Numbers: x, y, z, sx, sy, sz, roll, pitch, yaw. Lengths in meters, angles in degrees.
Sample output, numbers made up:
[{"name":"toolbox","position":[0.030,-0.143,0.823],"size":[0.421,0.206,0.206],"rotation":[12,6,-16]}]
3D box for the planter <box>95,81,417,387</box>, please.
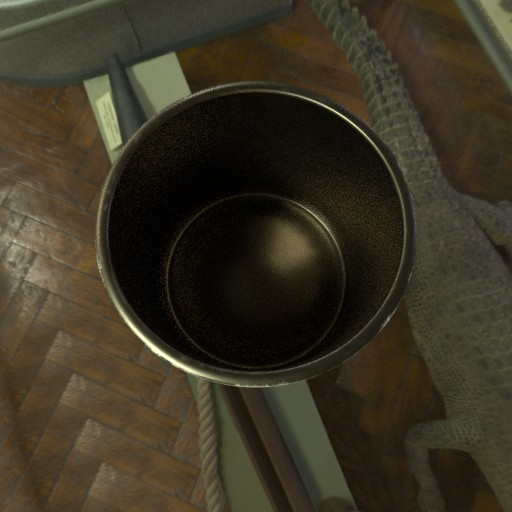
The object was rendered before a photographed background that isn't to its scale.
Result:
[{"name":"planter","position":[0.000,0.000,0.447],"size":[0.254,0.221,0.254],"rotation":[0,75,0]}]
